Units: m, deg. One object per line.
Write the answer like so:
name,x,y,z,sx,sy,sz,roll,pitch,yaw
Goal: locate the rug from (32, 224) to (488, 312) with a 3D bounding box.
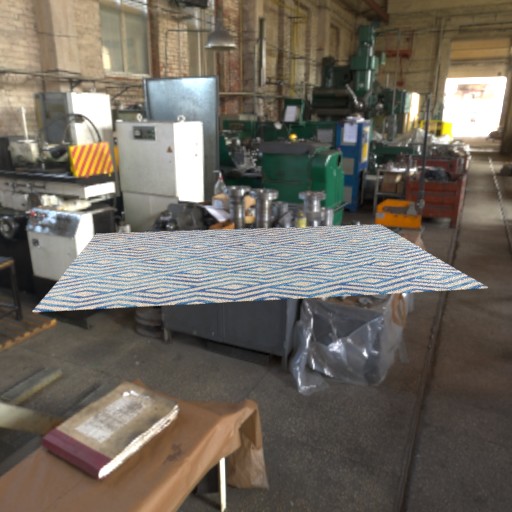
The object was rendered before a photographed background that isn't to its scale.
rug,0.000,0.000,3.064,2.439,0.008,1.531,-2,18,-7
